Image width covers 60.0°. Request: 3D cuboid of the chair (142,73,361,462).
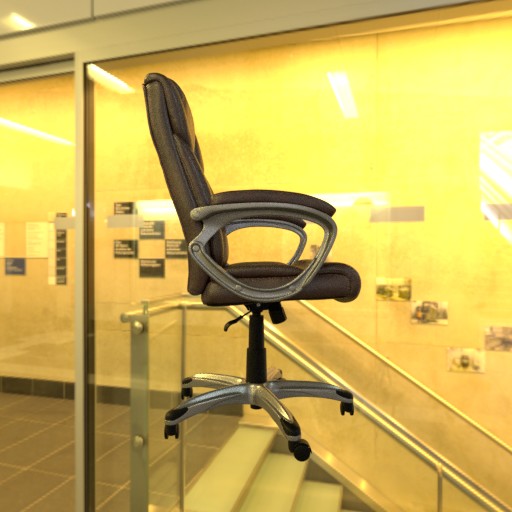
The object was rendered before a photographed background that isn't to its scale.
[{"bbox_3d":[0.000,0.000,1.535,0.692,1.128,0.656,0,0,-2],"label":"chair"}]
